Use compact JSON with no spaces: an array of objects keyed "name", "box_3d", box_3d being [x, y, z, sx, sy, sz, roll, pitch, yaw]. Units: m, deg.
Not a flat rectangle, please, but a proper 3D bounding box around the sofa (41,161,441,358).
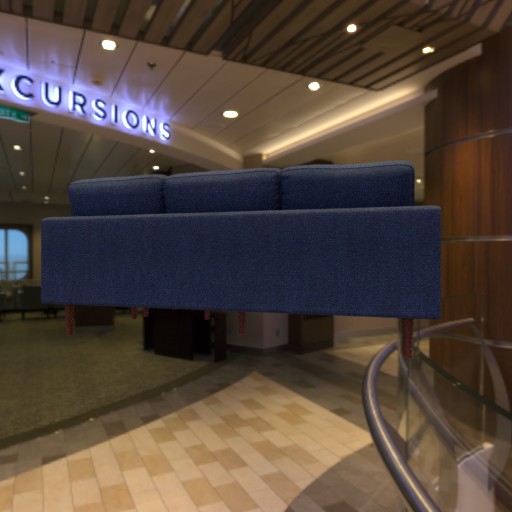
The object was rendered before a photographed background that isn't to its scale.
[{"name":"sofa","box_3d":[0.000,0.000,3.018,2.233,0.956,1.504,0,0,17]}]
